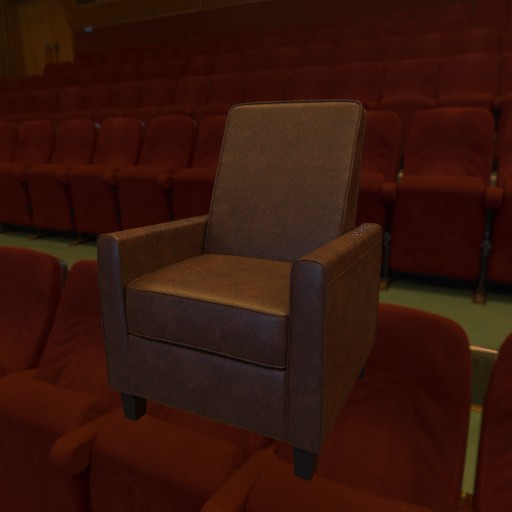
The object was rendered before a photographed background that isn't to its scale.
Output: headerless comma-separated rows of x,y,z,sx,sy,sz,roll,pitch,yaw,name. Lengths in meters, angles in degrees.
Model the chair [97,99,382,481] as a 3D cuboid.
0.000,0.000,1.466,0.705,1.013,0.746,7,17,25,chair
